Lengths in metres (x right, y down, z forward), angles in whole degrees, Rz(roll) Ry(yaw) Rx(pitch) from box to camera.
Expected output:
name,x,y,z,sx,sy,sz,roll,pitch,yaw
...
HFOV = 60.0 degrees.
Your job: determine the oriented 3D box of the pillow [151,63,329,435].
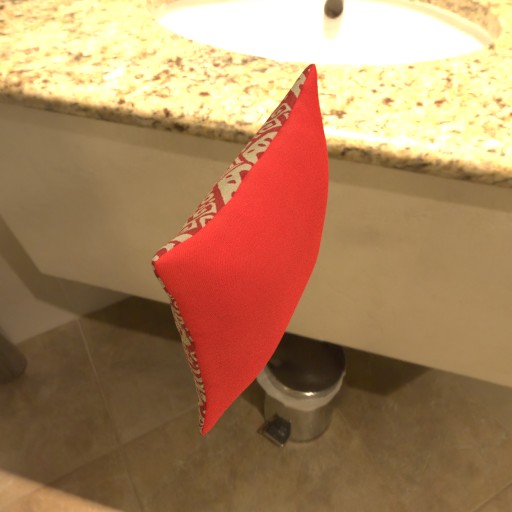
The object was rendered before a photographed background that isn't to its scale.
name,x,y,z,sx,sy,sz,roll,pitch,yaw
pillow,0.000,0.000,0.816,0.192,0.507,0.522,18,51,16
